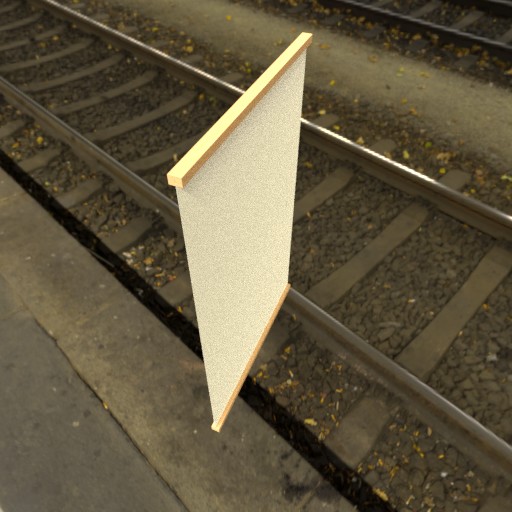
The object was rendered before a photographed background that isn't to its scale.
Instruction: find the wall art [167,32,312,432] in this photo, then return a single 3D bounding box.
[{"bbox_3d":[0.000,0.000,1.300,0.027,1.020,0.669,17,49,16],"label":"wall art"}]
